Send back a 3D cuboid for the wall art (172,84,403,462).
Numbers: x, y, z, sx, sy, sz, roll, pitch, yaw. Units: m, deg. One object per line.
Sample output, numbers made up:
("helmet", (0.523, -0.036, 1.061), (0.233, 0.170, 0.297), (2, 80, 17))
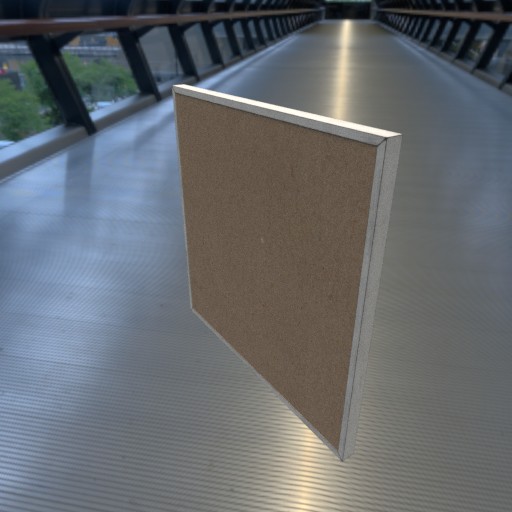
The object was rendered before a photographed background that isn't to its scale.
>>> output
("wall art", (0.000, 0.000, 1.155), (0.038, 0.762, 0.762), (-18, 33, -31))
